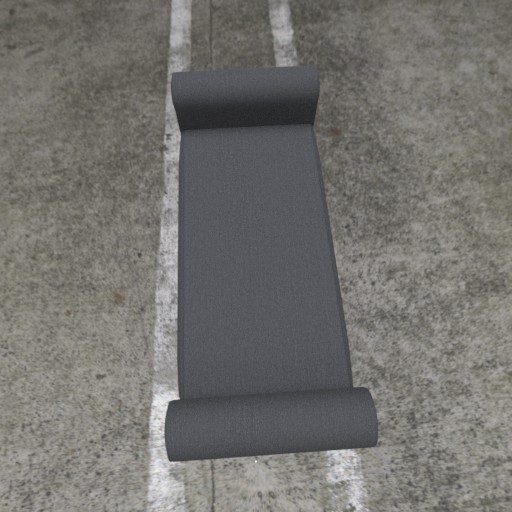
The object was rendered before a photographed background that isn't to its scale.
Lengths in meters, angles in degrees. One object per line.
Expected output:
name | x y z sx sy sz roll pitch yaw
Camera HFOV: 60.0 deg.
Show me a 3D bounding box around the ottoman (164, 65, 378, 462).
ottoman | 0.000 0.000 1.526 0.521 0.547 1.256 -3 65 -2
